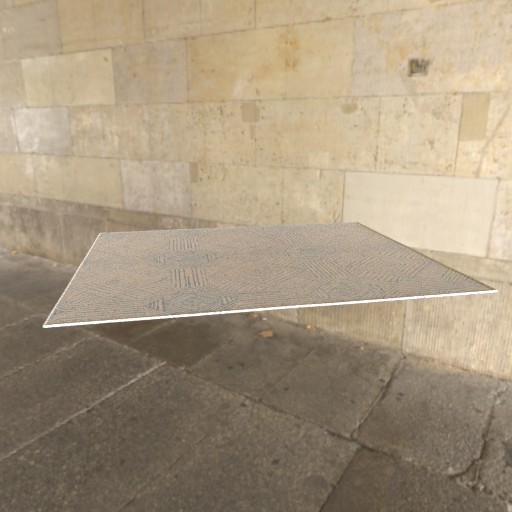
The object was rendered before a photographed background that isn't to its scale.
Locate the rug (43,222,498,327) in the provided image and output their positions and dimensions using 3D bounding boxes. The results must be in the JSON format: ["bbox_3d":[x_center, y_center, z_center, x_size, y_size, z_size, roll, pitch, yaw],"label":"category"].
[{"bbox_3d":[0.000,0.000,4.045,3.049,0.015,2.457,-3,16,-11],"label":"rug"}]
